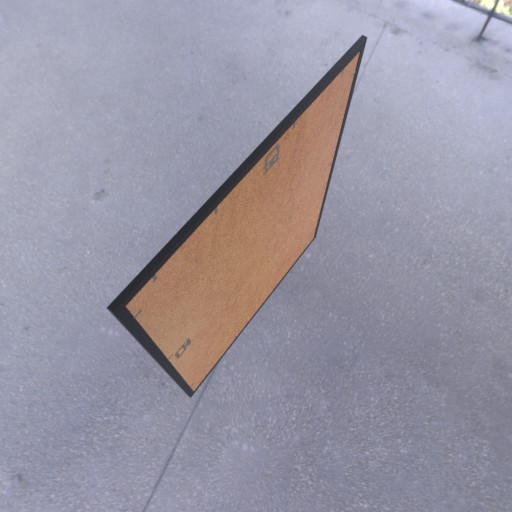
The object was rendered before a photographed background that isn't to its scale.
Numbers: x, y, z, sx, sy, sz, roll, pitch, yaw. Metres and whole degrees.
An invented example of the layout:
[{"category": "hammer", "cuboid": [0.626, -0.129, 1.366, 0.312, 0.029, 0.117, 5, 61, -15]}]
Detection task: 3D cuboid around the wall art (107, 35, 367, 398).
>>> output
[{"category": "wall art", "cuboid": [0.000, 0.000, 0.891, 0.018, 0.660, 0.559, 34, 69, 15]}]
